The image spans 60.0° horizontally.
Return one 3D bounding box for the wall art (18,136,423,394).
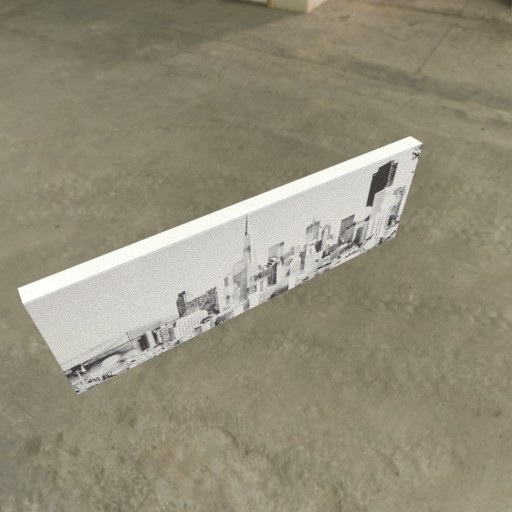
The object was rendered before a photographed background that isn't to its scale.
[{"bbox_3d":[0.000,0.000,0.844,0.766,0.256,0.036,-24,50,-22],"label":"wall art"}]
